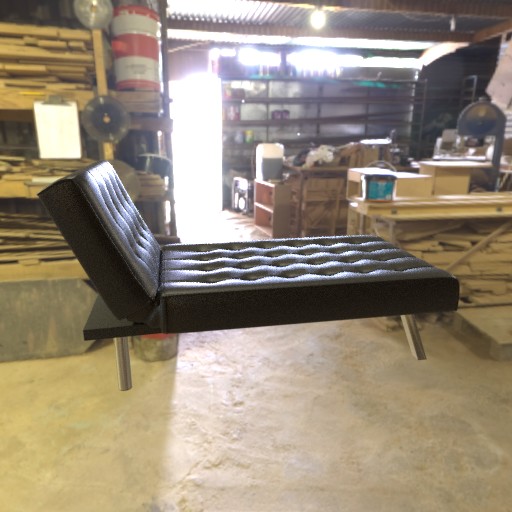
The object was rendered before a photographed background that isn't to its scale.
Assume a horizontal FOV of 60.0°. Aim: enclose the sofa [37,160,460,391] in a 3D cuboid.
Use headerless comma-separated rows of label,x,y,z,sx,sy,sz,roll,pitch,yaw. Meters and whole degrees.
sofa,0.000,0.000,1.986,1.560,0.820,0.760,-3,16,-10
